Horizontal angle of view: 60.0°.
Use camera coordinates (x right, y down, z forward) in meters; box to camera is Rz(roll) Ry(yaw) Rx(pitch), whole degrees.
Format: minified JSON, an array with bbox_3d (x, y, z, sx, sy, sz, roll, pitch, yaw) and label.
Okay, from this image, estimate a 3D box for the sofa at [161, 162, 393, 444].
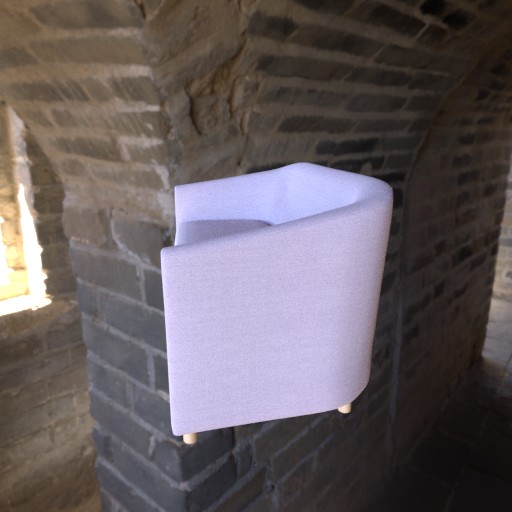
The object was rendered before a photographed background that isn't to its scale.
[{"bbox_3d":[0.000,0.000,1.869,0.705,0.721,1.452,-2,15,-8],"label":"sofa"}]
